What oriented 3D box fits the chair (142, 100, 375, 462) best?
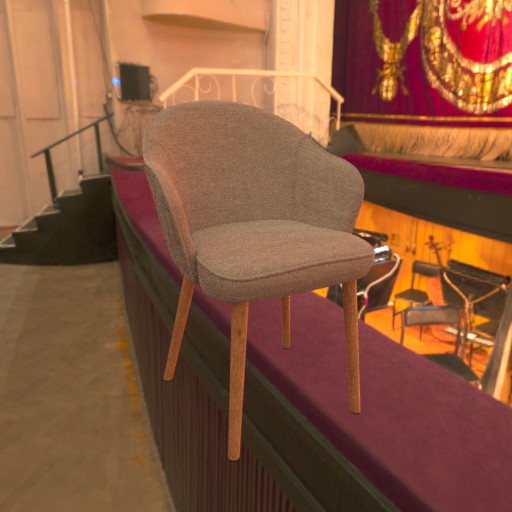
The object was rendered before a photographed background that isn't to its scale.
[{"bbox_3d":[0.000,0.000,1.172,0.540,0.800,0.530,-9,18,-27],"label":"chair"}]
